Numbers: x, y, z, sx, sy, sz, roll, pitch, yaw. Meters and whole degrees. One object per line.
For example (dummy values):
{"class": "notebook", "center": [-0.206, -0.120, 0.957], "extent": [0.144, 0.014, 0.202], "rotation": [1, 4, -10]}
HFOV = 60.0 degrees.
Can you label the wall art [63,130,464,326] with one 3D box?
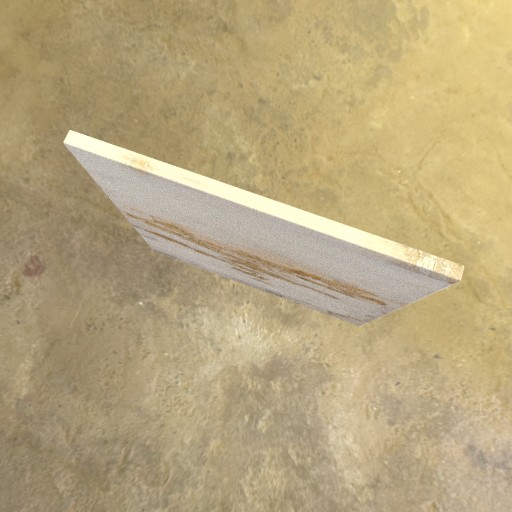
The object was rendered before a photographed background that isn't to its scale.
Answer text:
{"class": "wall art", "center": [0.000, 0.000, 1.557], "extent": [1.015, 1.018, 0.040], "rotation": [20, 76, 5]}
